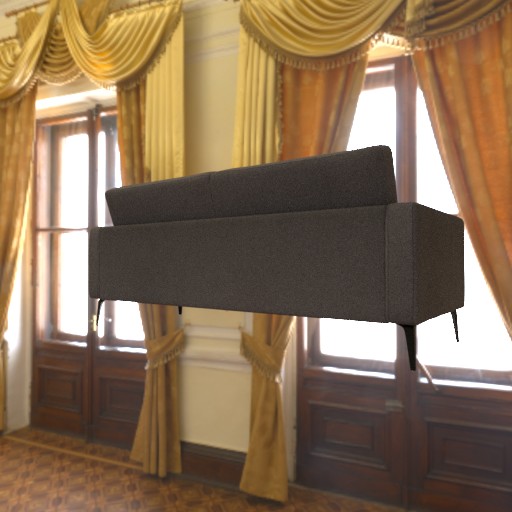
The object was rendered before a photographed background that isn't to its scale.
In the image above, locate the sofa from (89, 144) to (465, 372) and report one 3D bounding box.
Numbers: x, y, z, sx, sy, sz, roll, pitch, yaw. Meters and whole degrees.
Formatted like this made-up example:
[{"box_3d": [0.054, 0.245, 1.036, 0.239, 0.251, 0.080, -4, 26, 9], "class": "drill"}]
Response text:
[{"box_3d": [0.000, 0.000, 2.375, 1.925, 0.828, 0.774, -1, -1, 36], "class": "sofa"}]
